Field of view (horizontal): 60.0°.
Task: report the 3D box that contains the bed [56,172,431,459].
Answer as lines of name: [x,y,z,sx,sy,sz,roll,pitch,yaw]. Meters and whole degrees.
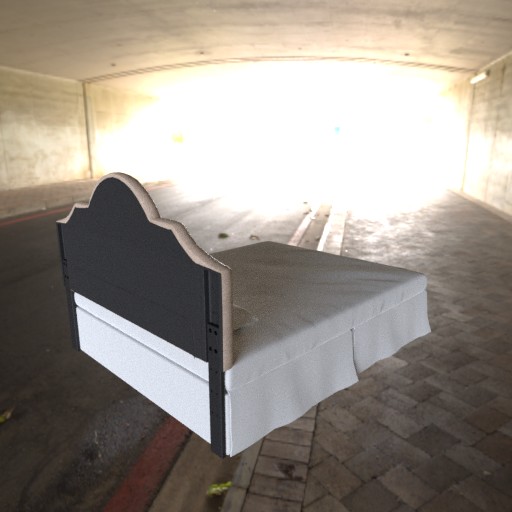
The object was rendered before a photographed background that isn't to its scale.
bed: [0.000,0.000,2.958,1.667,1.194,1.970,14,20,43]
